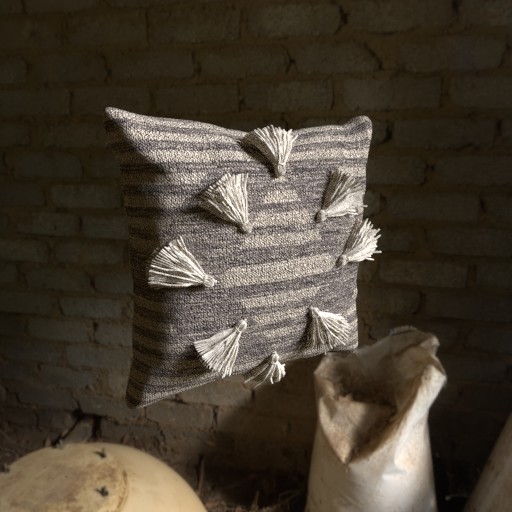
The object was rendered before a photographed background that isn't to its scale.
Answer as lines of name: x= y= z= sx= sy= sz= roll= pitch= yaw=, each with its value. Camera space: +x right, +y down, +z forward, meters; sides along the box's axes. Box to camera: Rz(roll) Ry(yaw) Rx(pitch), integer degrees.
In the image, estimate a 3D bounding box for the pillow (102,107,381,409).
pillow: x=0.000 y=0.000 z=0.786 sx=0.484 sy=0.490 sz=0.234 roll=-8 pitch=17 yaw=-26
